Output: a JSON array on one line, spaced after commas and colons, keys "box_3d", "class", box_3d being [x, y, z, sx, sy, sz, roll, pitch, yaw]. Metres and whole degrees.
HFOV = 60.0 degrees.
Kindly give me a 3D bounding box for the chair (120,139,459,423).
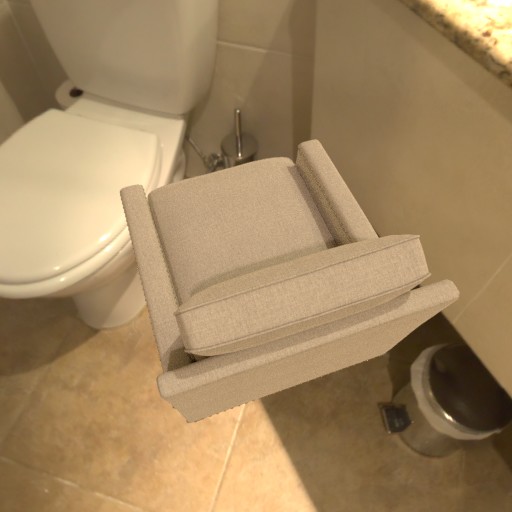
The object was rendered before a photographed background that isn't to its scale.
[{"box_3d": [0.000, 0.000, 1.673, 0.853, 0.943, 1.014, -16, 59, -10], "class": "chair"}]
